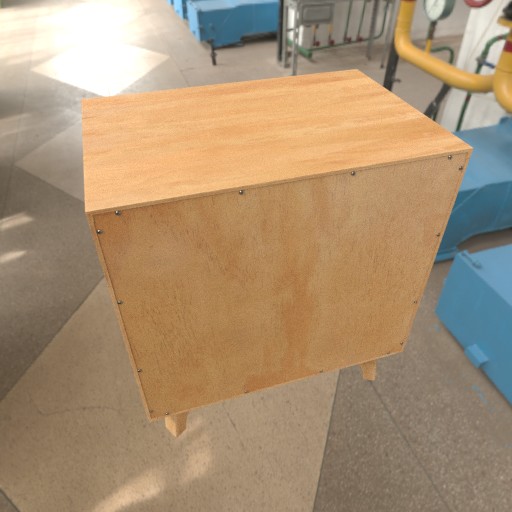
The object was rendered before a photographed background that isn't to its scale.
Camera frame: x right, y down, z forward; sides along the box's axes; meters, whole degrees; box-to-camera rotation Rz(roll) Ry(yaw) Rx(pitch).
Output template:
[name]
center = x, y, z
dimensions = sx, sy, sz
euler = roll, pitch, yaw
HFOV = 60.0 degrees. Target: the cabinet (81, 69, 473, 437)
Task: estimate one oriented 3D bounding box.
[cabinet]
center = 0.000, 0.000, 0.930
dimensions = 0.551, 0.599, 0.394
euler = -12, 42, -13
